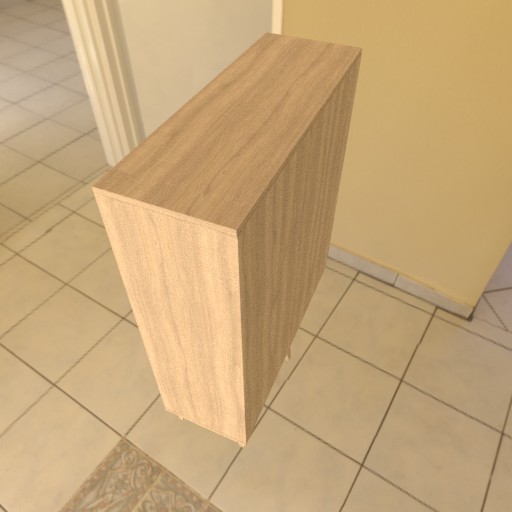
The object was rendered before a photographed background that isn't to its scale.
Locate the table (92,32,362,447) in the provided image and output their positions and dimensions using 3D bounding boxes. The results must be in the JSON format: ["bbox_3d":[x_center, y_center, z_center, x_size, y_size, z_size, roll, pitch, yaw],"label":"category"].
[{"bbox_3d":[0.000,0.000,1.887,0.398,1.388,1.111,18,49,16],"label":"table"}]
